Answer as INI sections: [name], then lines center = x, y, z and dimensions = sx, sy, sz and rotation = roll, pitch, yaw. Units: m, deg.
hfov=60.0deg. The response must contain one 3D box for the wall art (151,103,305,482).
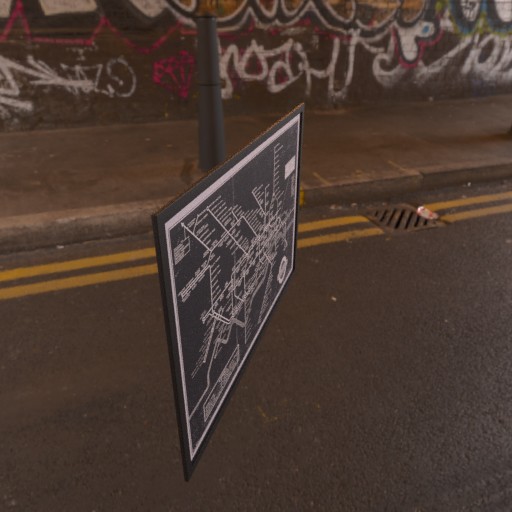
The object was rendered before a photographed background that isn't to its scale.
[wall art]
center = 0.000, 0.000, 1.527
dimensions = 0.013, 0.811, 1.192
rotation = 10, 31, 16
